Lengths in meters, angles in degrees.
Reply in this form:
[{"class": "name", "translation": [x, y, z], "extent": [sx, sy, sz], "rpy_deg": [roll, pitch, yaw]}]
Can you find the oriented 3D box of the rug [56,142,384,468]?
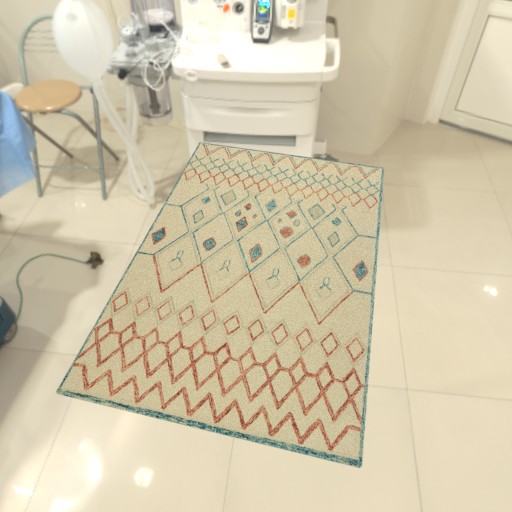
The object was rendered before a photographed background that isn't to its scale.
[{"class": "rug", "translation": [0.000, 0.000, 2.285], "extent": [1.219, 0.016, 1.829], "rpy_deg": [10, 48, 9]}]
